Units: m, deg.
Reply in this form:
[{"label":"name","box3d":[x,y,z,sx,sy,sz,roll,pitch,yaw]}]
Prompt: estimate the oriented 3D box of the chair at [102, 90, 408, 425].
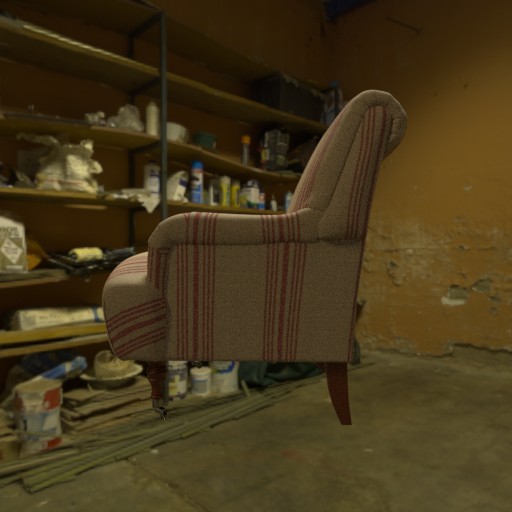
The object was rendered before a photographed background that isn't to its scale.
[{"label":"chair","box3d":[0.000,0.000,1.864,1.058,1.123,0.933,0,0,2]}]
